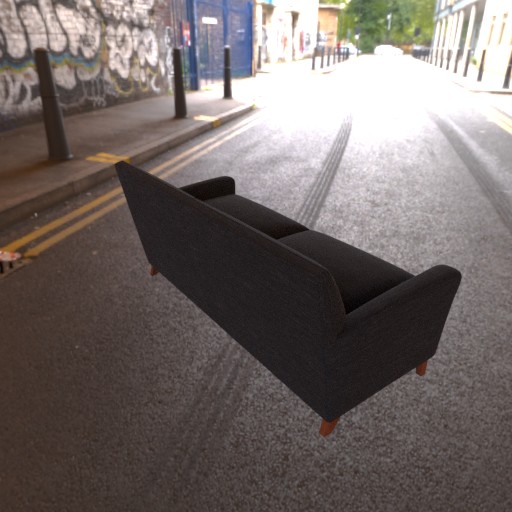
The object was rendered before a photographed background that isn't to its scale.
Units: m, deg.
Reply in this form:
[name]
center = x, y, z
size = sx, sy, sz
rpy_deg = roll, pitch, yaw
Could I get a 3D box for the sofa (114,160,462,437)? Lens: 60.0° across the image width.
[sofa]
center = 0.000, 0.000, 2.543
size = 0.875, 0.846, 1.976
rpy_deg = -17, 30, -32
